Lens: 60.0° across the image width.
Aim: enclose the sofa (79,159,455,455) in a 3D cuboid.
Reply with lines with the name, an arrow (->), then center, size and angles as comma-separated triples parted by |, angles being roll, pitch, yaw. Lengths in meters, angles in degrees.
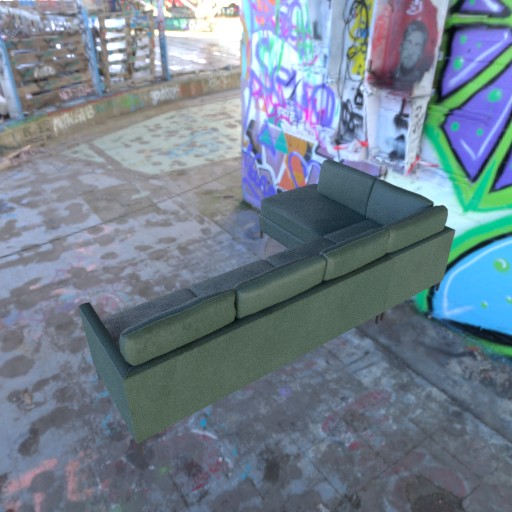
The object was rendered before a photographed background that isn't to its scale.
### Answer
sofa -> 0.000, 0.000, 4.305 | 3.384, 0.996, 2.048 | -20, 37, -30
